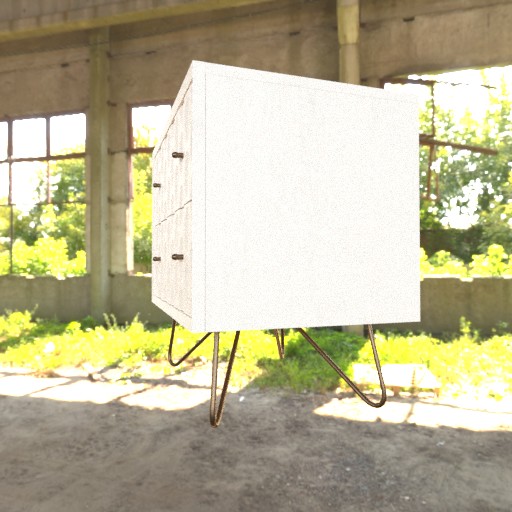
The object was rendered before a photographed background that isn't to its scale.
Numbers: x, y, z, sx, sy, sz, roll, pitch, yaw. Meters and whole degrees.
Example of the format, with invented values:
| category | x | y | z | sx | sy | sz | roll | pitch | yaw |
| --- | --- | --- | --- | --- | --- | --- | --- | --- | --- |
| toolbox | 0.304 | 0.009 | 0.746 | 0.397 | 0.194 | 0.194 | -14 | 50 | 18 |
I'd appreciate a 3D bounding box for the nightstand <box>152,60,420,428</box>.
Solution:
| category | x | y | z | sx | sy | sz | roll | pitch | yaw |
| --- | --- | --- | --- | --- | --- | --- | --- | --- | --- |
| nightstand | 0.000 | 0.000 | 1.052 | 0.447 | 0.604 | 0.614 | 0 | -1 | -19 |
